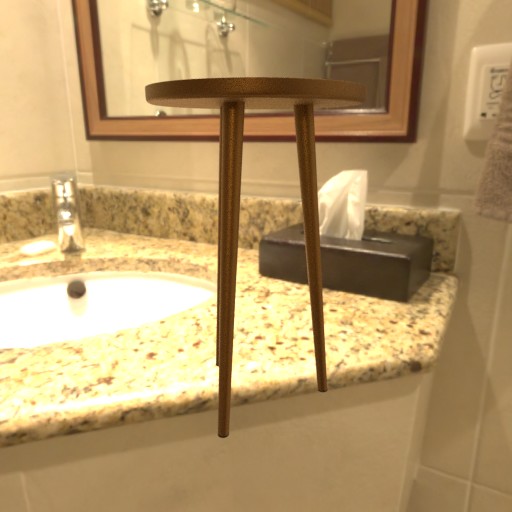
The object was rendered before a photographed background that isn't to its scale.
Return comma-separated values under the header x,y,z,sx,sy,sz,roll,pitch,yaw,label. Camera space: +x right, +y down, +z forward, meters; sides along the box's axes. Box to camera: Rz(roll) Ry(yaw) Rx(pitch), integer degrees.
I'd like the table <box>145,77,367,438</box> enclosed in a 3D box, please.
x,y,z,sx,sy,sz,roll,pitch,yaw,label
0.000,0.000,0.679,0.299,0.480,0.299,-2,16,-8,table
